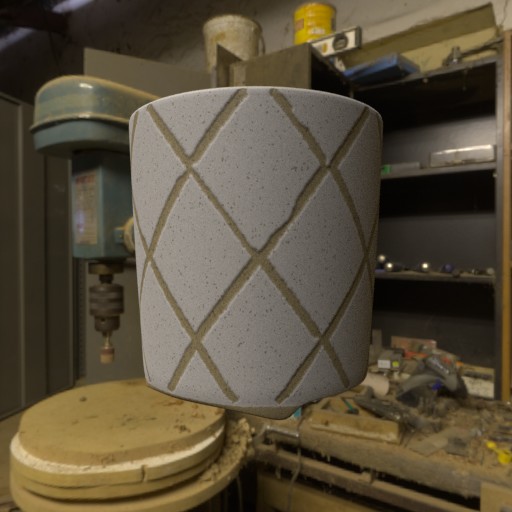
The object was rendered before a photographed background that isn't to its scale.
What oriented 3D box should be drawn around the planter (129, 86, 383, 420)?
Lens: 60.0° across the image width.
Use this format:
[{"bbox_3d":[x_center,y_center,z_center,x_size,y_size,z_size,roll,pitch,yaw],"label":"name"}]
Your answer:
[{"bbox_3d":[0.000,0.000,0.415,0.228,0.235,0.228,0,1,0],"label":"planter"}]
